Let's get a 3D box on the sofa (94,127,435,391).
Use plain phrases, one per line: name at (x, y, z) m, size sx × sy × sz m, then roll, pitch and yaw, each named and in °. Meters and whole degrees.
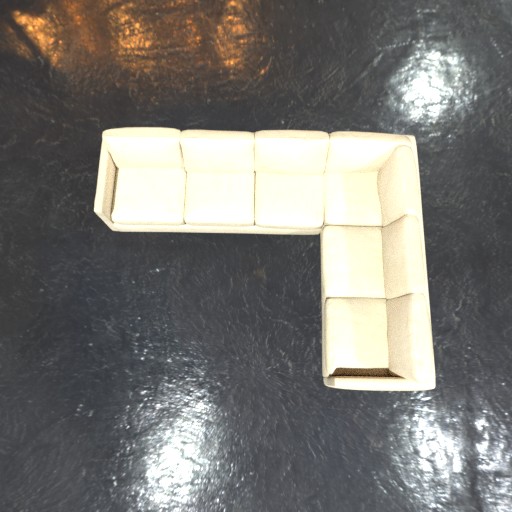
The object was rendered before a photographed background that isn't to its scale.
sofa at (0.000, 0.000, 4.536) m, size 3.302 × 0.947 × 2.593 m, roll 1°, pitch 75°, yaw 0°
